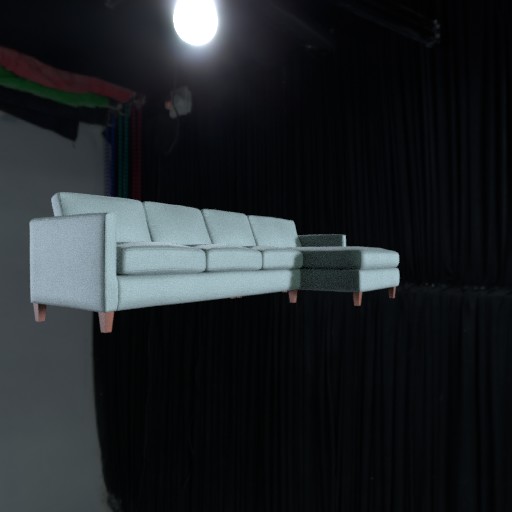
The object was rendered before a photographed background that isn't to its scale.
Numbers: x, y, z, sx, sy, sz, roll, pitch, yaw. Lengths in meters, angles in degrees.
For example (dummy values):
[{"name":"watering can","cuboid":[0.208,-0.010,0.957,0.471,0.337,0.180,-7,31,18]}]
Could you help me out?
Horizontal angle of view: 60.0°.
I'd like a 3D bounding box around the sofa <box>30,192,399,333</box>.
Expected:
[{"name":"sofa","cuboid":[0.000,0.000,4.134,1.604,0.950,3.471,0,0,36]}]
